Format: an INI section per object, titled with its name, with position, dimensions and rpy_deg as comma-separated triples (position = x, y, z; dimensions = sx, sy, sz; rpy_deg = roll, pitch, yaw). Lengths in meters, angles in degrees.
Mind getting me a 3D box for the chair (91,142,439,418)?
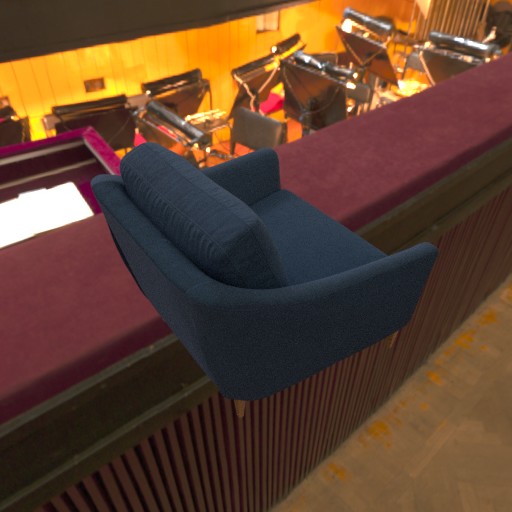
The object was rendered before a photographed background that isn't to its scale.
[chair]
position = 0.000, 0.000, 1.761
dimensions = 0.961, 0.899, 0.987
rpy_deg = -26, 47, -27
